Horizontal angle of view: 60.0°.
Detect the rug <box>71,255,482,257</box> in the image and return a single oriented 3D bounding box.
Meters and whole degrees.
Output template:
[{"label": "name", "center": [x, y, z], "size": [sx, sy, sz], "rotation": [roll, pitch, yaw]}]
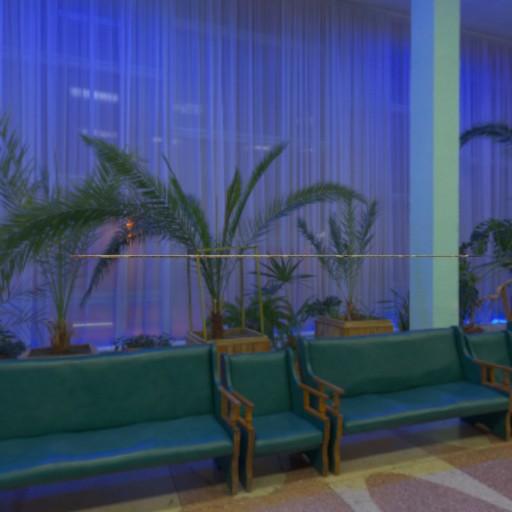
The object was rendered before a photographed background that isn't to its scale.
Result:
[{"label": "rug", "center": [0.000, 0.000, 4.353], "size": [3.200, 0.013, 2.439], "rotation": [0, 0, -18]}]
